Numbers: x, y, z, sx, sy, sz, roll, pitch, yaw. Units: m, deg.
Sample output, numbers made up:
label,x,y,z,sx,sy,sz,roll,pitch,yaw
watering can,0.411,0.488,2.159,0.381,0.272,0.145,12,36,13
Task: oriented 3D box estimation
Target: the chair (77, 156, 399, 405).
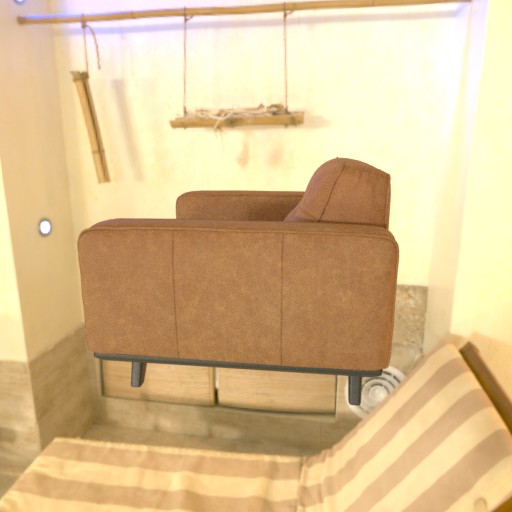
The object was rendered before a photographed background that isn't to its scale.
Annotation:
label,x,y,z,sx,sy,sz,roll,pitch,yaw
chair,0.000,0.000,1.806,0.952,0.782,1.118,2,14,8
